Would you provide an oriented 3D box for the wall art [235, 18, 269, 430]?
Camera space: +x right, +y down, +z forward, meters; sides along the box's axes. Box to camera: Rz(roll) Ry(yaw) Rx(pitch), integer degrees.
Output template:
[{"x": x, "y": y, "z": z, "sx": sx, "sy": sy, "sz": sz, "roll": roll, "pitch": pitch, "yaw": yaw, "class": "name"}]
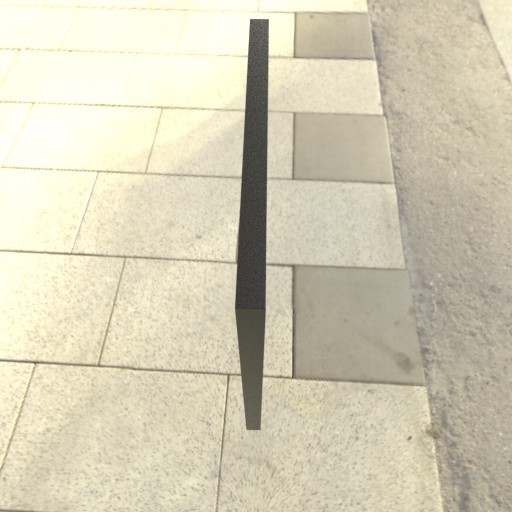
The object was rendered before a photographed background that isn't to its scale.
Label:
[{"x": 0.000, "y": 0.000, "z": 0.753, "sx": 0.028, "sy": 0.557, "sz": 0.457, "roll": 1, "pitch": 58, "yaw": 1, "class": "wall art"}]
